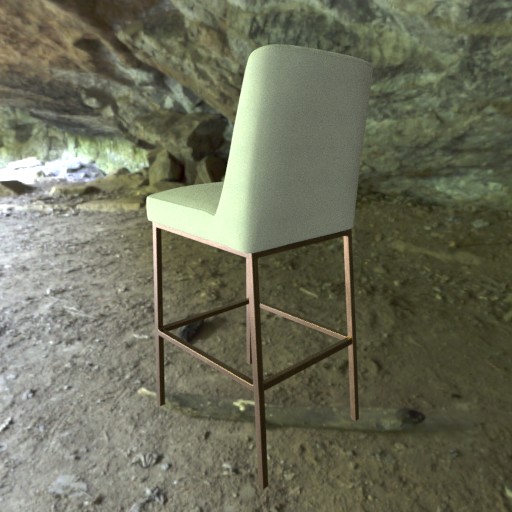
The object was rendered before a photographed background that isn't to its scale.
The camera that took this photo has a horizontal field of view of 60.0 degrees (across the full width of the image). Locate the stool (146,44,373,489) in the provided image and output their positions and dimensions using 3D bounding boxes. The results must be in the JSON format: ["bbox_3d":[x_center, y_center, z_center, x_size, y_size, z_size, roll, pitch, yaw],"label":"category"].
[{"bbox_3d":[0.000,0.000,1.348,0.462,1.084,0.546,-14,21,-41],"label":"stool"}]
